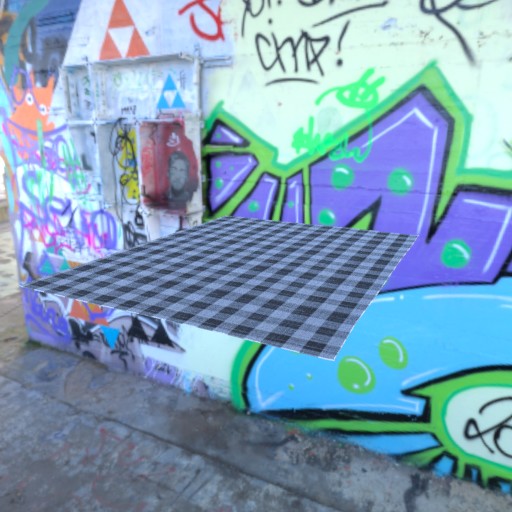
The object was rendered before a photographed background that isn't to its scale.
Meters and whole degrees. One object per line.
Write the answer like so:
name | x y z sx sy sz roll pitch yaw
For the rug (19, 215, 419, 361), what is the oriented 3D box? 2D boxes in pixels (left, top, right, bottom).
rug | 0.000 0.000 4.062 2.432 0.013 3.021 8 18 26
